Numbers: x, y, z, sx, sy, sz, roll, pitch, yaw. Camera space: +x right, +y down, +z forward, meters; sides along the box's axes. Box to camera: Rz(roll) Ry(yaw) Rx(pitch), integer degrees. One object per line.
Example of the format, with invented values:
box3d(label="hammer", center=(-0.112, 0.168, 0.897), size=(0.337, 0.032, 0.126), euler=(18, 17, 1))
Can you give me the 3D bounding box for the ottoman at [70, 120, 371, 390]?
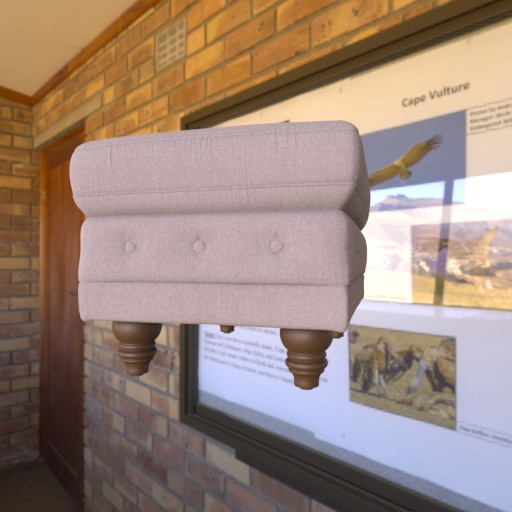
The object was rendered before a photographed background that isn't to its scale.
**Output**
box3d(label="ottoman", center=(0.000, 0.000, 1.148), size=(0.569, 0.500, 0.771), euler=(0, -1, 16))
